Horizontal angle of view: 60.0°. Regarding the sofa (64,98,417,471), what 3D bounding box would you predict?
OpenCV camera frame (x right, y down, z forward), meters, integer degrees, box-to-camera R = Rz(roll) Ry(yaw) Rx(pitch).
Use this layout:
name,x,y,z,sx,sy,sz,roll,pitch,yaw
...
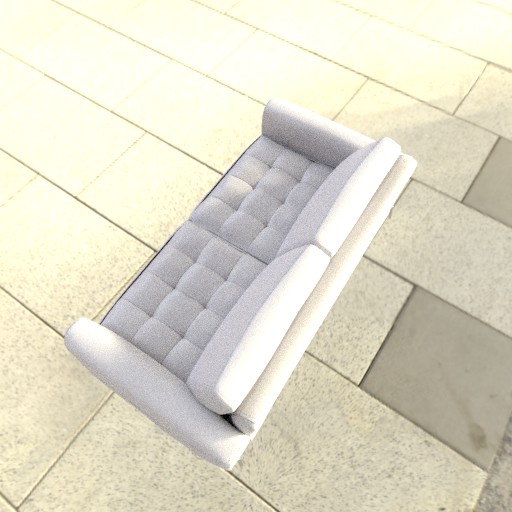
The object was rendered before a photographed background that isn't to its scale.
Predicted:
name,x,y,z,sx,sy,sz,roll,pitch,yaw
sofa,0.000,0.000,2.689,1.121,0.930,2.177,30,66,15
